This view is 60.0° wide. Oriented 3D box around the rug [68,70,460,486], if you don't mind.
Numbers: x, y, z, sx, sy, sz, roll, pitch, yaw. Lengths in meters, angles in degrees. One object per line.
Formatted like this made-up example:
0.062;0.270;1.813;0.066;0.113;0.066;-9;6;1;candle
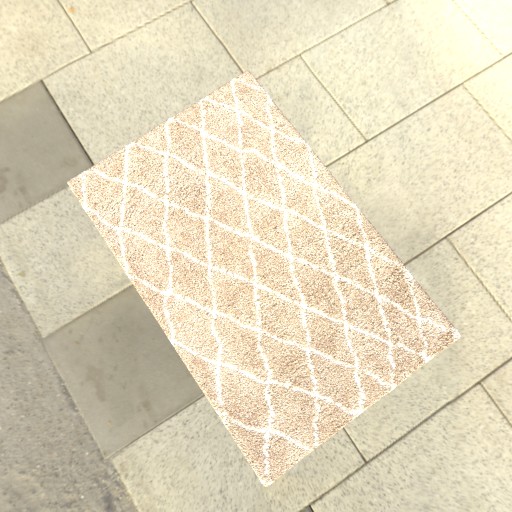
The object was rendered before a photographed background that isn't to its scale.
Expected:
0.000;0.000;3.411;1.778;0.030;2.743;-34;79;-8;rug
